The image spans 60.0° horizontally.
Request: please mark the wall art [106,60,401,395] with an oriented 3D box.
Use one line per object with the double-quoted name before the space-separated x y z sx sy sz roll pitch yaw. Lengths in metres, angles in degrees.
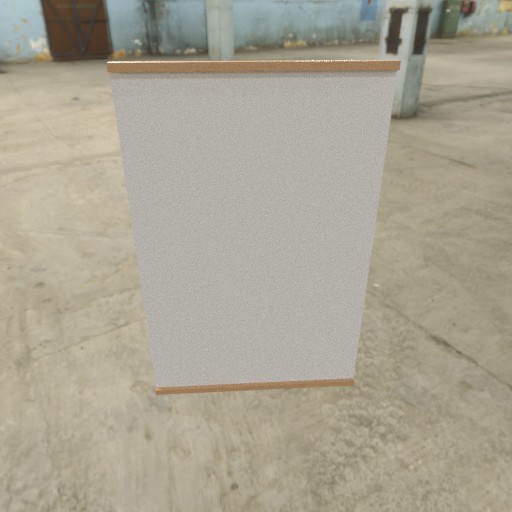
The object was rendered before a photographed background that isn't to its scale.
"wall art" 0.000 0.000 0.757 0.401 0.611 0.016 -2 29 -3
